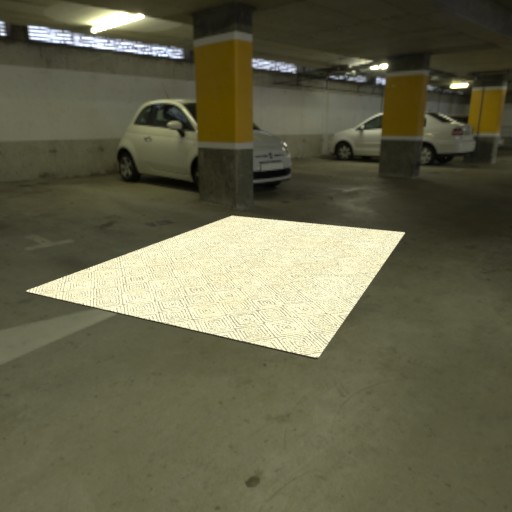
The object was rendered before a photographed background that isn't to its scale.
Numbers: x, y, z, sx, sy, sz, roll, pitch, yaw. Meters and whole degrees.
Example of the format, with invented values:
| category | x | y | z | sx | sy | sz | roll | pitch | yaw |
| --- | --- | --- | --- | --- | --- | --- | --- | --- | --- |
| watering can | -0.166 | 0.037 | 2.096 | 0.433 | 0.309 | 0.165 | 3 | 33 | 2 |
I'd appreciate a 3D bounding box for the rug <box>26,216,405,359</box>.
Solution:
| category | x | y | z | sx | sy | sz | roll | pitch | yaw |
| --- | --- | --- | --- | --- | --- | --- | --- | --- | --- |
| rug | 0.000 | 0.000 | 2.943 | 1.593 | 0.008 | 2.238 | 8 | 18 | 25 |
